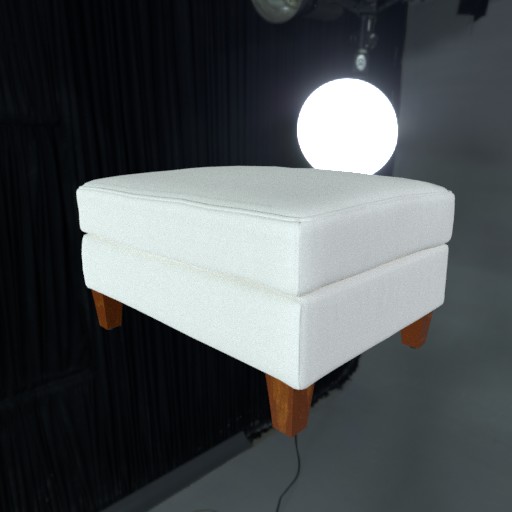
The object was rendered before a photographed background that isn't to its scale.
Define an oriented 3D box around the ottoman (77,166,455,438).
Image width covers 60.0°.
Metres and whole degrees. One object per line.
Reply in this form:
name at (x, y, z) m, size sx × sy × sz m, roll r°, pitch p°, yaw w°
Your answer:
ottoman at (0.000, 0.000, 1.201) m, size 0.818 × 0.479 × 0.634 m, roll 14°, pitch 19°, yaw 43°
